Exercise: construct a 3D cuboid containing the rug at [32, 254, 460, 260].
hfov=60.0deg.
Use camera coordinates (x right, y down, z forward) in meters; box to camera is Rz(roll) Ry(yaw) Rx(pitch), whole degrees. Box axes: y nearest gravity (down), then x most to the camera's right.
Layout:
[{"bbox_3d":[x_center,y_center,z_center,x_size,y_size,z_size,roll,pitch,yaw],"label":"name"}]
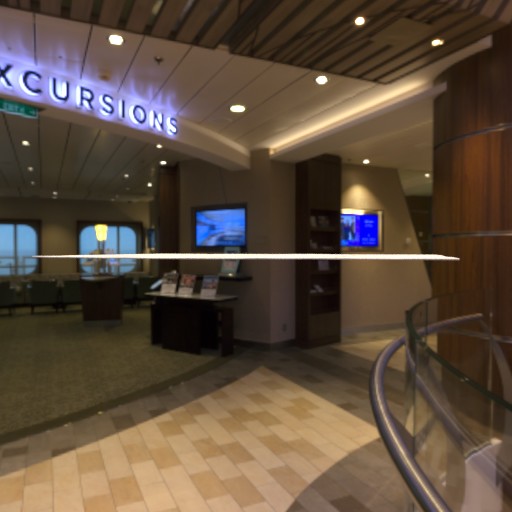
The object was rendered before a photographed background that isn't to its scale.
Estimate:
[{"bbox_3d":[0.000,0.000,3.103,2.442,0.016,1.527,0,1,18],"label":"rug"}]
